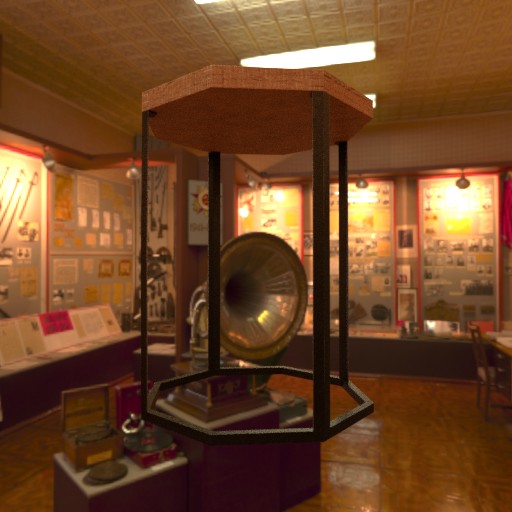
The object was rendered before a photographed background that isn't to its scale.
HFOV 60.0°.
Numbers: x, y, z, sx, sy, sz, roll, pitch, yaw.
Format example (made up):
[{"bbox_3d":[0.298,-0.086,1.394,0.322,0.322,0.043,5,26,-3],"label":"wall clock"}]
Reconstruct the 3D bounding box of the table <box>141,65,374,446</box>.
[{"bbox_3d":[0.000,0.000,0.852,0.437,0.553,0.437,0,-1,17],"label":"table"}]
